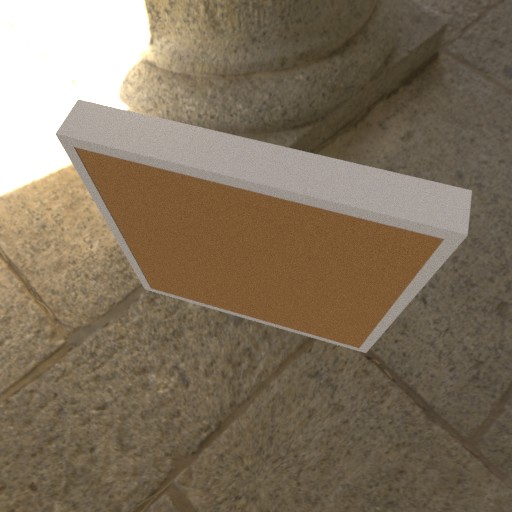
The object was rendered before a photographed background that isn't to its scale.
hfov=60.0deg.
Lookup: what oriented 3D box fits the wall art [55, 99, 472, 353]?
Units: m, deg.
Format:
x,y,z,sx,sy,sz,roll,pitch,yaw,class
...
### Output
x,y,z,sx,sy,sz,roll,pitch,yaw,class
0.000,0.000,0.457,0.305,0.305,0.038,15,64,7,wall art
